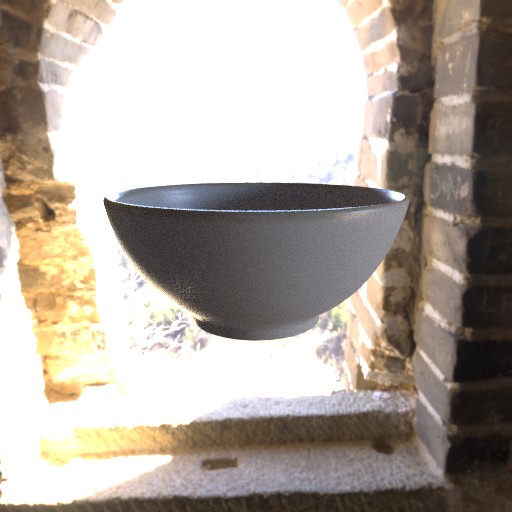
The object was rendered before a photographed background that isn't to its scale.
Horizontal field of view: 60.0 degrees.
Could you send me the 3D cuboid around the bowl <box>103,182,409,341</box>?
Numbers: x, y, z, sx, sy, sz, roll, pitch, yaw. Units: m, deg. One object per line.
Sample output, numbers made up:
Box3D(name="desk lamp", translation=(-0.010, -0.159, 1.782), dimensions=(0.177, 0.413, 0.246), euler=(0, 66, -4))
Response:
Box3D(name="bowl", translation=(0.000, 0.000, 0.422), dimensions=(0.268, 0.121, 0.268), euler=(0, 13, 0))
